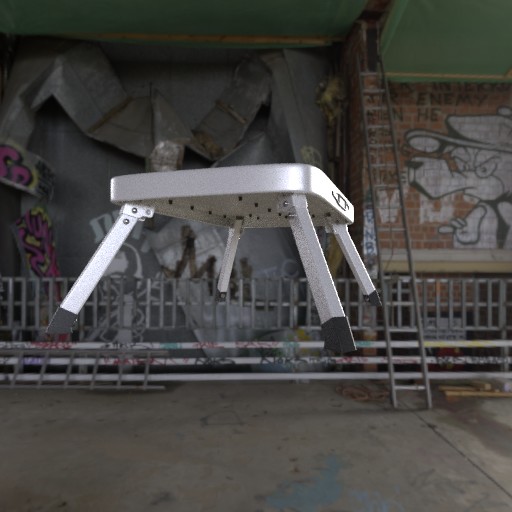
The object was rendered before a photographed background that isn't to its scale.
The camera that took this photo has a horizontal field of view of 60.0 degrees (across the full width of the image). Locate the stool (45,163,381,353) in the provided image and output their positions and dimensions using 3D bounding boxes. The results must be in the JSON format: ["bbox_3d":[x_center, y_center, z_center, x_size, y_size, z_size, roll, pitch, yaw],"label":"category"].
[{"bbox_3d":[0.000,0.000,0.625,0.320,0.170,0.460,0,-1,18],"label":"stool"}]
